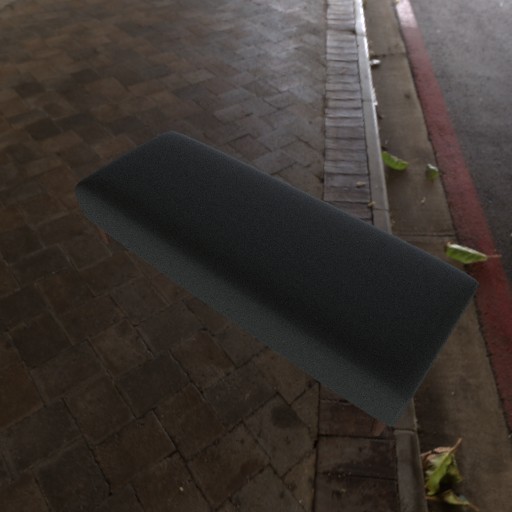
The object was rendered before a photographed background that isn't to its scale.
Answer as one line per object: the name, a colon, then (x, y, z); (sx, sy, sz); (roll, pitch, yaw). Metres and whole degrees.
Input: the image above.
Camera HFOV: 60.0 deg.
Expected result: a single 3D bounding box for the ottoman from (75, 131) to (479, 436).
ottoman: (0.000, 0.000, 1.897); (1.609, 0.393, 0.646); (31, 54, 25)
